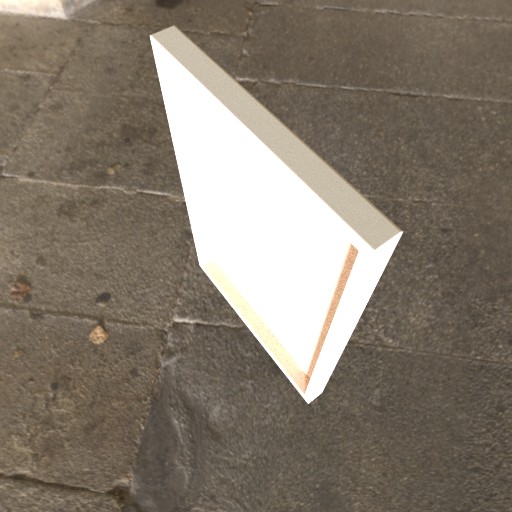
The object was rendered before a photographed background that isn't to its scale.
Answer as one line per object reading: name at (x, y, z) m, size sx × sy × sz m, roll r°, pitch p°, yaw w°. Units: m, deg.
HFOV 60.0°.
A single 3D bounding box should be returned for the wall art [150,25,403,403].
wall art at (0.000, 0.000, 0.764) m, size 0.038 × 0.608 × 0.418 m, roll -33°, pitch 64°, yaw -18°
